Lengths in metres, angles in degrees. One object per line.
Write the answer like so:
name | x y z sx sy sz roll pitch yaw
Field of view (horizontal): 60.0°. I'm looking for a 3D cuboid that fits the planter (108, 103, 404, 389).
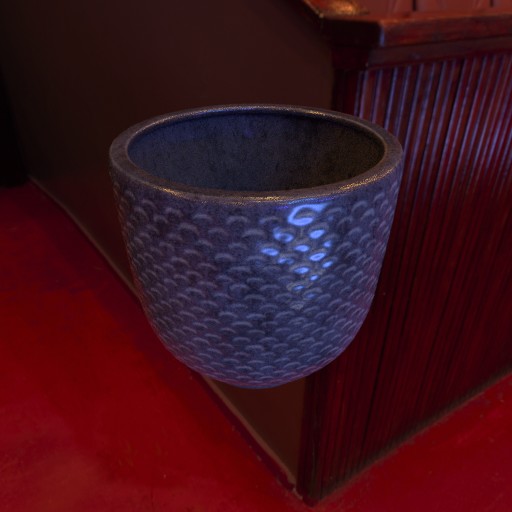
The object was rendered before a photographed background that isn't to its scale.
planter | 0.000 0.000 0.352 0.197 0.191 0.197 0 33 0
